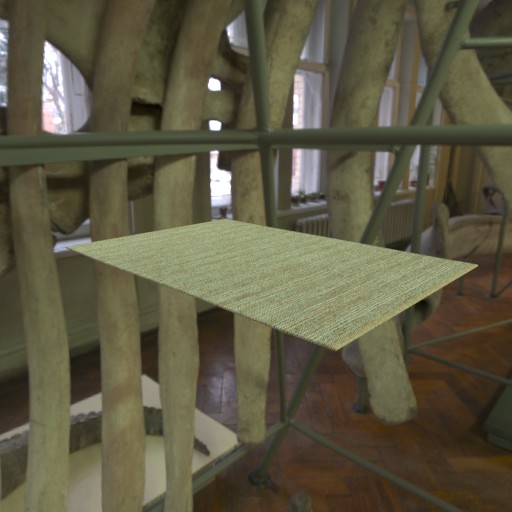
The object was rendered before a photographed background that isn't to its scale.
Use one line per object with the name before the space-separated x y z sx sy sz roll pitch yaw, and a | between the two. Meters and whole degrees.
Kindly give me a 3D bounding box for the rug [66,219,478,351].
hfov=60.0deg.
rug | 0.000 0.000 2.344 1.824 0.010 1.240 14 20 42
